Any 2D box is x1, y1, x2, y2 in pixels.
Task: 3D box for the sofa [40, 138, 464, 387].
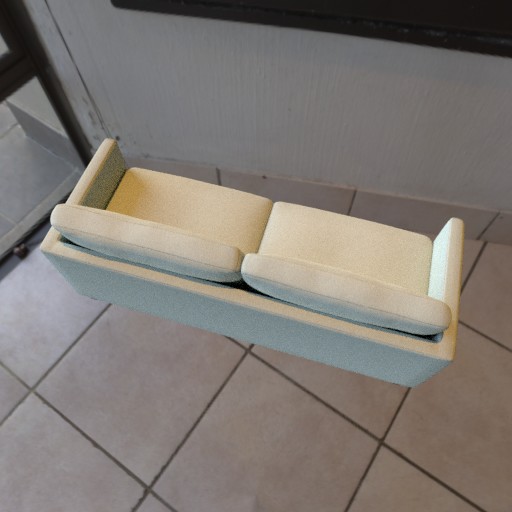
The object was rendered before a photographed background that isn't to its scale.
[{"bbox_3d":[0.000,0.000,2.900,2.434,0.965,0.948,14,63,8],"label":"sofa"}]
